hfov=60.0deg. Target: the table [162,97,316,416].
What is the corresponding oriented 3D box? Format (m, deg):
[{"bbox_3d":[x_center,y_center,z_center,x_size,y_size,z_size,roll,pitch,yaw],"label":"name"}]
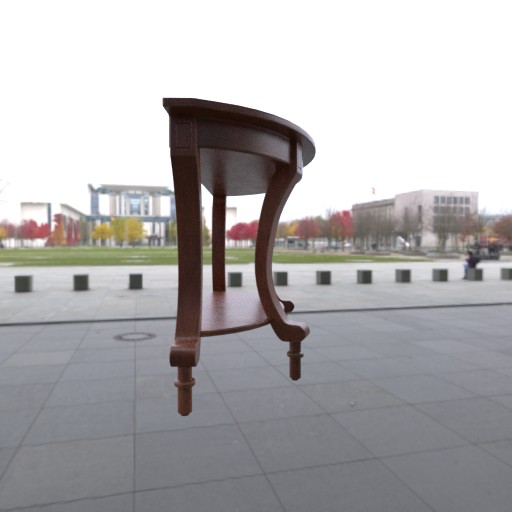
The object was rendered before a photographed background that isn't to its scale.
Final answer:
[{"bbox_3d":[0.000,0.000,1.533,0.394,0.699,1.198,0,2,0],"label":"table"}]
